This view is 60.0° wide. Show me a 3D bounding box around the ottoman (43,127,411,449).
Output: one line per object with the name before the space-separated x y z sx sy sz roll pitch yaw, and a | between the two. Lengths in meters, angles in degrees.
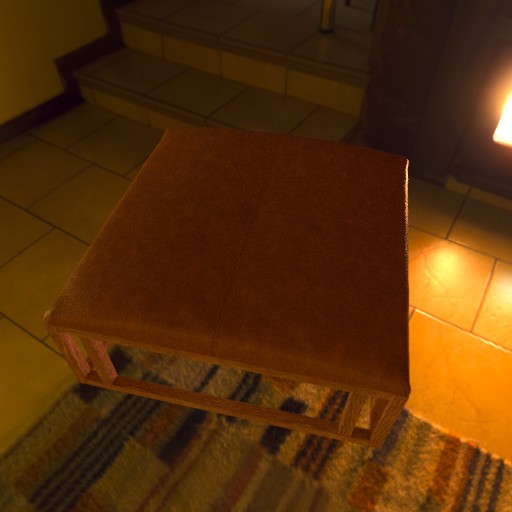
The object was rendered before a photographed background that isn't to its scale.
ottoman | 0.000 0.000 1.610 1.013 0.442 1.016 9 48 9
